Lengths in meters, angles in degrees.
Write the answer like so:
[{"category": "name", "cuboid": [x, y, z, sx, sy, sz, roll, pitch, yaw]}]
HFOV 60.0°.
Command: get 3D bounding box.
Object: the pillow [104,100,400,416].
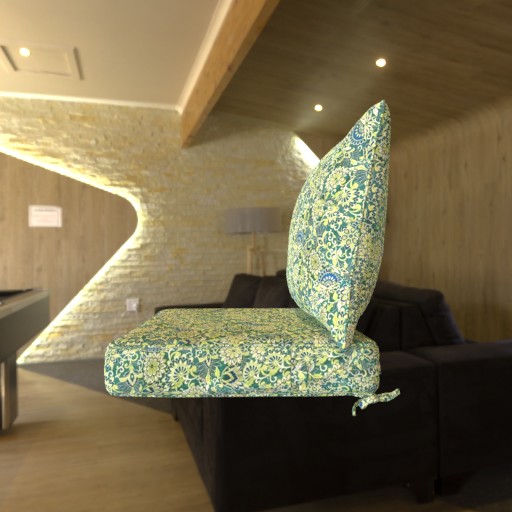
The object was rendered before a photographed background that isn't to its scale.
[{"category": "pillow", "cuboid": [0.000, 0.000, 1.374, 0.740, 0.722, 0.798, 0, 0, -1]}]
